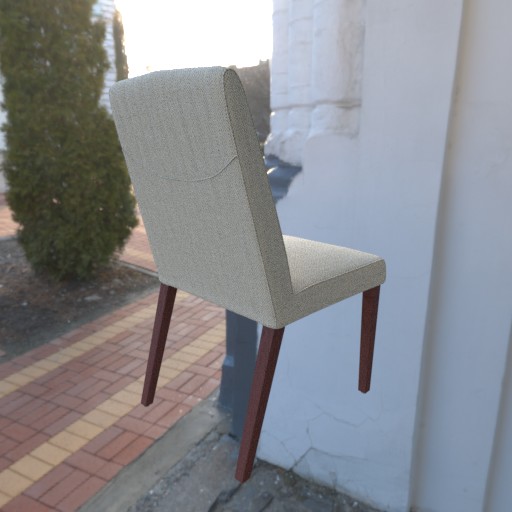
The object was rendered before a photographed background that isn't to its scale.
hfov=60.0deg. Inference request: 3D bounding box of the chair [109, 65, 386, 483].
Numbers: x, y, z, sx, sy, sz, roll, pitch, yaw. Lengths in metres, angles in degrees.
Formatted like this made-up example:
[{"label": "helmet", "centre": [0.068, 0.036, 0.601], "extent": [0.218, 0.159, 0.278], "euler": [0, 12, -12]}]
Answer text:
[{"label": "chair", "centre": [0.000, 0.000, 1.216], "extent": [0.594, 0.900, 0.480], "euler": [-15, 21, -43]}]
